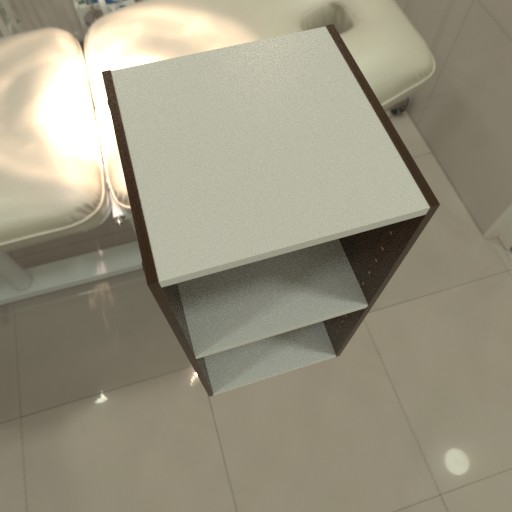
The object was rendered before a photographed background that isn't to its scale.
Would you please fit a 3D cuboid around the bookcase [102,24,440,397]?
[{"bbox_3d":[0.000,0.000,0.754,0.300,0.600,0.290,-15,64,-8],"label":"bookcase"}]
